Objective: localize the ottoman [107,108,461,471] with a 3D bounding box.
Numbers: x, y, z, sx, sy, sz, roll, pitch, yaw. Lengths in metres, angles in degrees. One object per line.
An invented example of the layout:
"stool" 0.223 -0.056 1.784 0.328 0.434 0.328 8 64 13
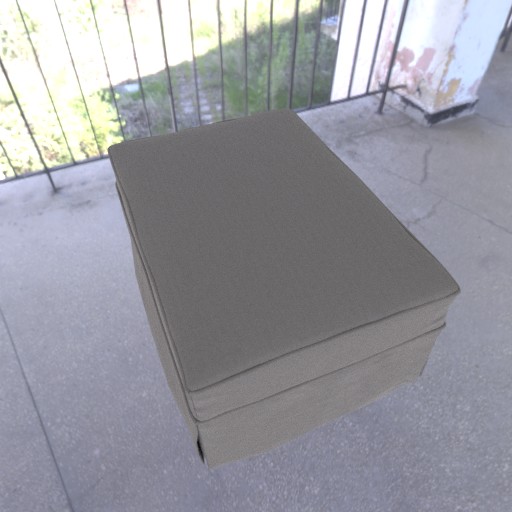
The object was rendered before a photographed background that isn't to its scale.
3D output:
"ottoman" 0.000 0.000 1.321 0.703 0.479 0.944 -17 49 -15
